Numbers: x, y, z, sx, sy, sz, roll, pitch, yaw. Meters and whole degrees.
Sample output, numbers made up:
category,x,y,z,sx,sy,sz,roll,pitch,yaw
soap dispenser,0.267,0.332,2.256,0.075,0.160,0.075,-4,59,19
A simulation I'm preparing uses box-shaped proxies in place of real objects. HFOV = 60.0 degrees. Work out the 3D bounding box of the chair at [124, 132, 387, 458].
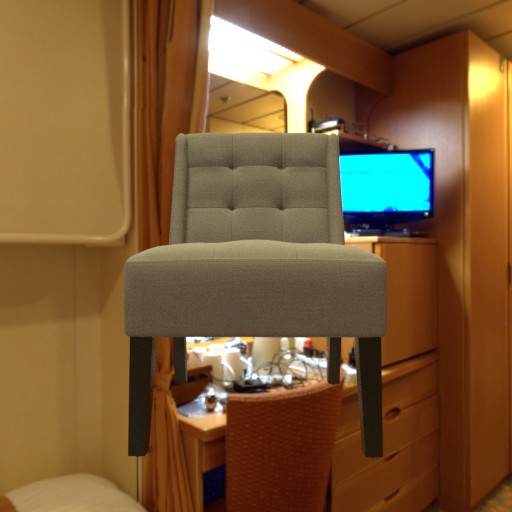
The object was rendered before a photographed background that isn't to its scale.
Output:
category,x,y,z,sx,sy,sz,roll,pitch,yaw
chair,0.000,0.000,1.256,0.569,0.853,0.676,0,0,1
